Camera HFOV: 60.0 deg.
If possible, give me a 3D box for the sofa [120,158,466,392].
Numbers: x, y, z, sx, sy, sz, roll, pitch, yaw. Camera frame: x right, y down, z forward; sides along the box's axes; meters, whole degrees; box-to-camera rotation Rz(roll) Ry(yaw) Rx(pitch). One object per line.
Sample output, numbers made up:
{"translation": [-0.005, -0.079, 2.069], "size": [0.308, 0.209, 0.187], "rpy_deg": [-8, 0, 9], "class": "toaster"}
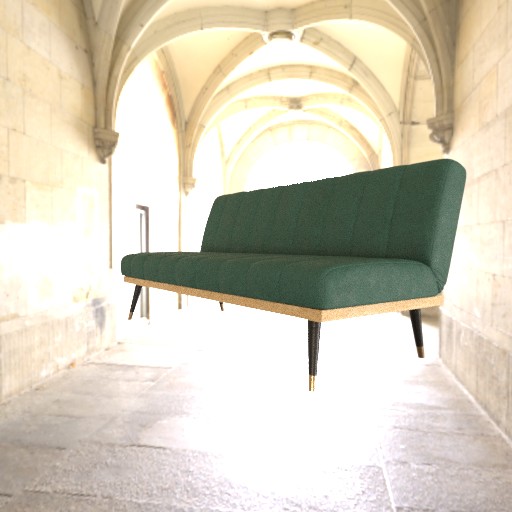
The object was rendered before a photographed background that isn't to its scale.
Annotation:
{"translation": [0.000, 0.000, 2.303], "size": [0.830, 0.820, 1.810], "rpy_deg": [-1, 2, -36], "class": "sofa"}
